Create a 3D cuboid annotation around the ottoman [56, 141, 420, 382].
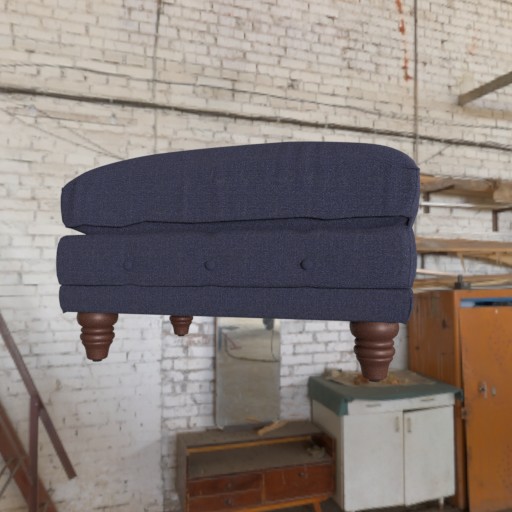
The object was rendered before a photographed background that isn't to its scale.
[{"bbox_3d":[0.000,0.000,1.126,0.767,0.486,0.558,-1,-2,18],"label":"ottoman"}]
